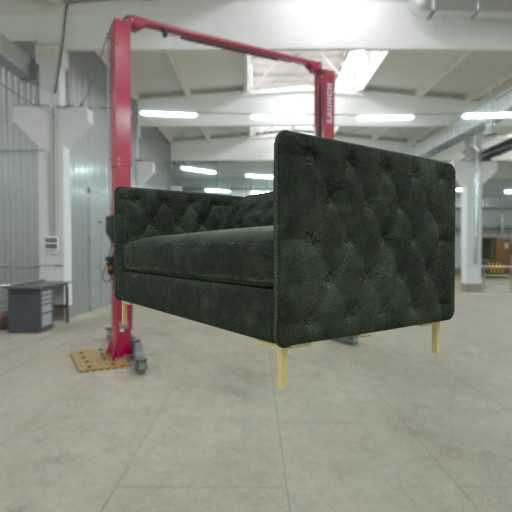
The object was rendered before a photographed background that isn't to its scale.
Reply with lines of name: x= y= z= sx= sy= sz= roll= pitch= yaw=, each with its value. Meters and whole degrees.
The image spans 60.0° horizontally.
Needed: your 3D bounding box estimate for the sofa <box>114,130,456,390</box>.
sofa: x=0.000 y=0.000 z=2.117 sx=0.895 sy=0.768 sz=1.537 roll=-1 pitch=1 yaw=-35
